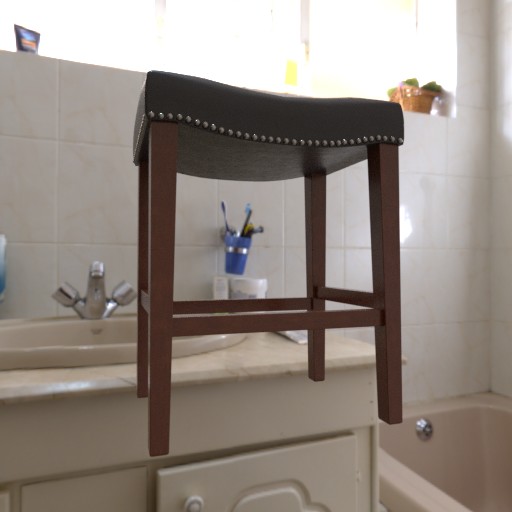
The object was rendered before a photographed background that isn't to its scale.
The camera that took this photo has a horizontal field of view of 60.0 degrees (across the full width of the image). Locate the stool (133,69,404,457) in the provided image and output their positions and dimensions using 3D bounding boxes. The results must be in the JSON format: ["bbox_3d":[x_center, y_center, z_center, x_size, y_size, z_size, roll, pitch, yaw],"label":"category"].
[{"bbox_3d":[0.000,0.000,0.961,0.504,0.654,0.372,0,-1,-18],"label":"stool"}]
